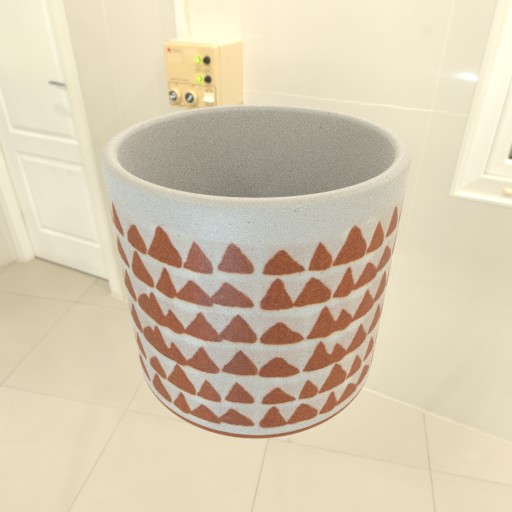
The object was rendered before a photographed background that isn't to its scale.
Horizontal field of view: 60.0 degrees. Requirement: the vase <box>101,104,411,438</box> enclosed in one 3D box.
[{"bbox_3d":[0.000,0.000,0.236,0.137,0.127,0.137,0,32,0],"label":"vase"}]
